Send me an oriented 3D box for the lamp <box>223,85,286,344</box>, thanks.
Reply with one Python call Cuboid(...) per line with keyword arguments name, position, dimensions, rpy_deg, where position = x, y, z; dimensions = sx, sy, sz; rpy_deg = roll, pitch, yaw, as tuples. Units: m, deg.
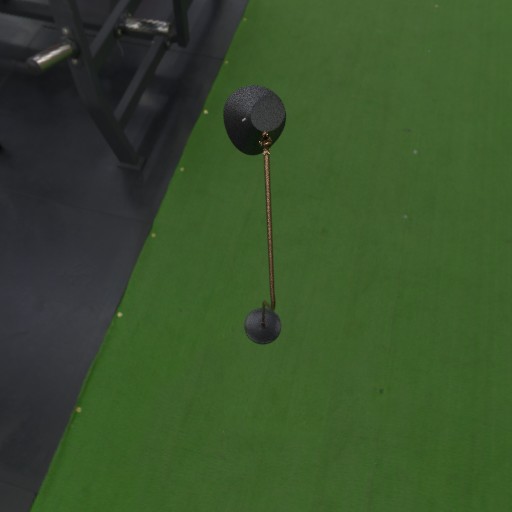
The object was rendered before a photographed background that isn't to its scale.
Cuboid(name="lamp", position=(0.000, 0.000, 1.624), dimensions=(0.277, 1.438, 0.467), rpy_deg=(16, 65, 8))
